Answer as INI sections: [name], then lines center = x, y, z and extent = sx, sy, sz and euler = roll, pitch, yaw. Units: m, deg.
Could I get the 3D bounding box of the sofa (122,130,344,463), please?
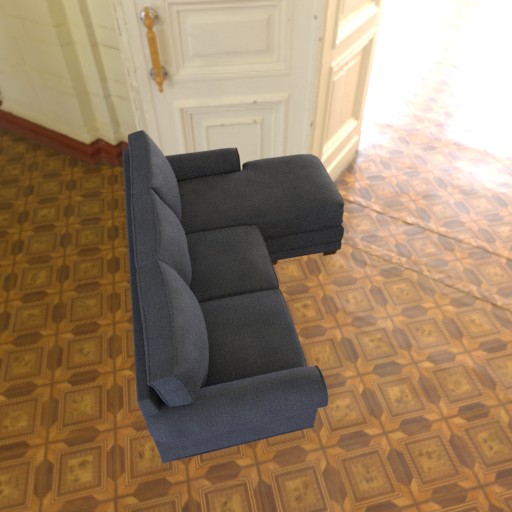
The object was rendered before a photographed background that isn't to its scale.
[sofa]
center = 0.000, 0.000, 3.371
extent = 1.780, 1.063, 2.567
euler = -10, 47, -9
